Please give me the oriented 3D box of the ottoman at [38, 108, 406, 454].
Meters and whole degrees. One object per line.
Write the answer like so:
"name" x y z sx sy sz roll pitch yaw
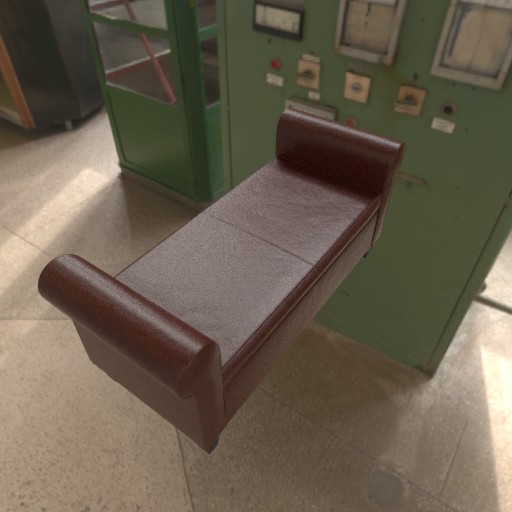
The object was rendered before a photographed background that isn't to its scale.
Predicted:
"ottoman" 0.000 0.000 1.569 0.521 0.547 1.256 26 49 26
